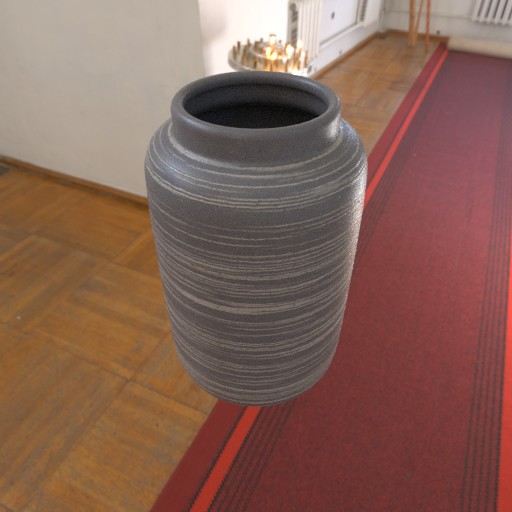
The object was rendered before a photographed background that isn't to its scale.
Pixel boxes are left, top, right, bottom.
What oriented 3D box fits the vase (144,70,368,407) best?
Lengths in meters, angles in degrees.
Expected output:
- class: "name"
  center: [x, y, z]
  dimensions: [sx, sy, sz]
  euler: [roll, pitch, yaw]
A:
- class: "vase"
  center: [0.000, 0.000, 0.691]
  dimensions: [0.297, 0.499, 0.297]
  euler: [0, 40, 0]
